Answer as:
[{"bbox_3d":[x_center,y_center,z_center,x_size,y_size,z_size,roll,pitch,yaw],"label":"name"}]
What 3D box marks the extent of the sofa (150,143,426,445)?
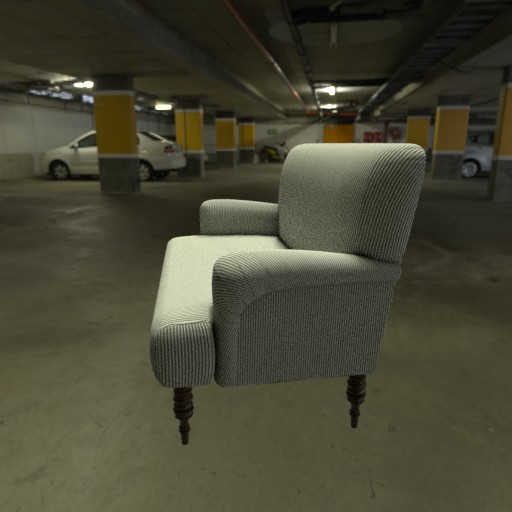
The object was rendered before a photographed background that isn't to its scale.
[{"bbox_3d":[0.000,0.000,1.803,0.779,0.889,1.297,-2,14,-8],"label":"sofa"}]
